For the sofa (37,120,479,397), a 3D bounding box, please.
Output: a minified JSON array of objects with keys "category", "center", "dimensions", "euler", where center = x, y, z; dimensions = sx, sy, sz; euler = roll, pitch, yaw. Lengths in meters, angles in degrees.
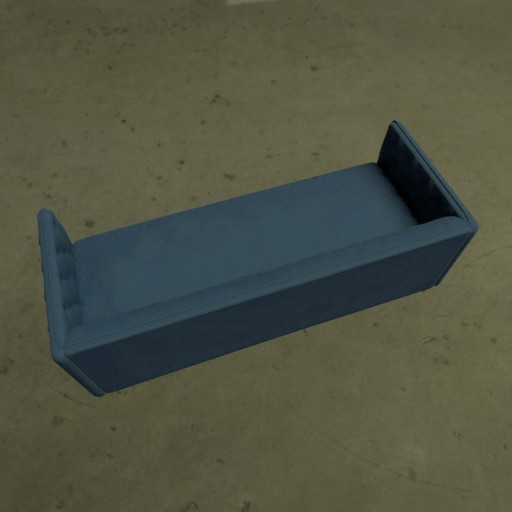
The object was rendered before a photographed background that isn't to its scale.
[{"category":"sofa","center":[0.000,0.000,2.623],"dimensions":[2.209,0.771,0.895],"euler":[-16,59,-10]}]
